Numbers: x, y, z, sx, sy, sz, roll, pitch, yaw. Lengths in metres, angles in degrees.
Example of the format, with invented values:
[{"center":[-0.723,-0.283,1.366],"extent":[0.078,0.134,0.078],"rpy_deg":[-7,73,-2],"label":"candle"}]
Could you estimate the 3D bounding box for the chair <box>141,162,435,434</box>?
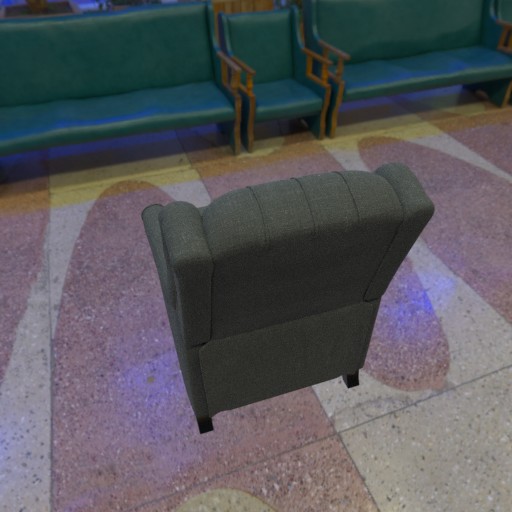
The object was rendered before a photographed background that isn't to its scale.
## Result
[{"center":[0.000,0.000,1.637],"extent":[0.742,1.035,0.898],"rpy_deg":[-12,43,-14],"label":"chair"}]
